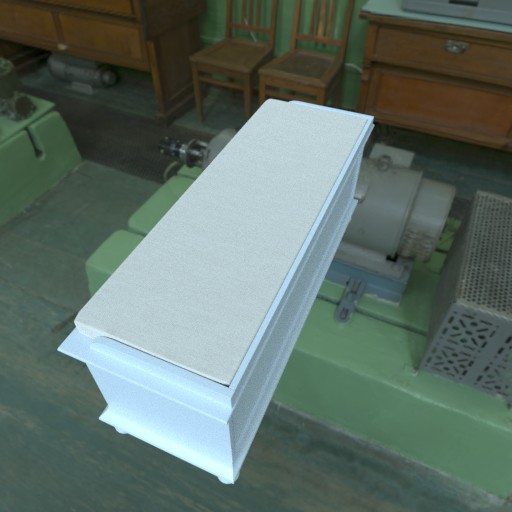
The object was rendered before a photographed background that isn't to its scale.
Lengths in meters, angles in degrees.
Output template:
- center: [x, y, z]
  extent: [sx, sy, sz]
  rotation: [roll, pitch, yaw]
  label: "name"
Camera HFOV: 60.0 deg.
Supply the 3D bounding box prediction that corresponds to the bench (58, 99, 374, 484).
- center: [0.000, 0.000, 1.400]
  extent: [0.402, 0.486, 1.185]
  rotation: [18, 49, 16]
  label: "bench"
